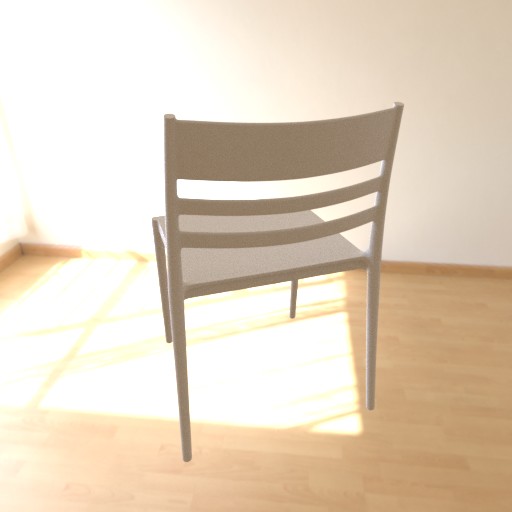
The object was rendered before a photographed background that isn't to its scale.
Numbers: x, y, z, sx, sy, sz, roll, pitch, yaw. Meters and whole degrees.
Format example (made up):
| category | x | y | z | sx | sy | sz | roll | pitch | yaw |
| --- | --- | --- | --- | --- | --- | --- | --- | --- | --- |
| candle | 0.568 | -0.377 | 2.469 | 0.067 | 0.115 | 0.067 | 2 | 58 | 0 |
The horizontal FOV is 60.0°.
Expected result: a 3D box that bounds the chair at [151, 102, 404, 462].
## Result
| category | x | y | z | sx | sy | sz | roll | pitch | yaw |
| --- | --- | --- | --- | --- | --- | --- | --- | --- | --- |
| chair | 0.000 | 0.000 | 1.161 | 0.531 | 0.800 | 0.511 | -9 | 28 | -17 |
